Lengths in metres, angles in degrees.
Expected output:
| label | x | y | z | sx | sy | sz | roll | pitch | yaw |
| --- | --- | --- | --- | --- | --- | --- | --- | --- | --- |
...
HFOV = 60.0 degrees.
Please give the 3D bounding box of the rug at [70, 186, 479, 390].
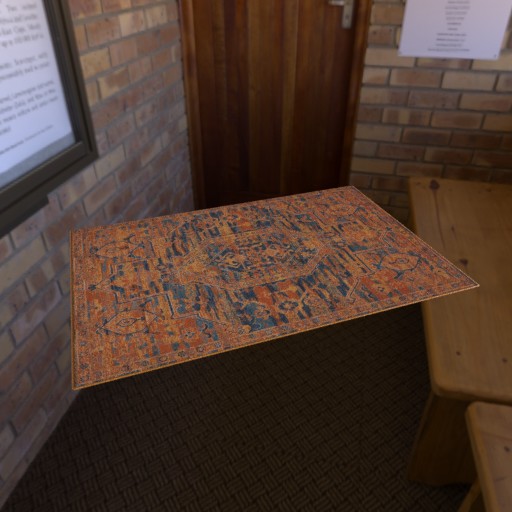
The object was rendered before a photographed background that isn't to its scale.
| label | x | y | z | sx | sy | sz | roll | pitch | yaw |
| --- | --- | --- | --- | --- | --- | --- | --- | --- | --- |
| rug | 0.000 | 0.000 | 2.224 | 1.758 | 0.013 | 1.148 | -11 | 35 | -16 |
